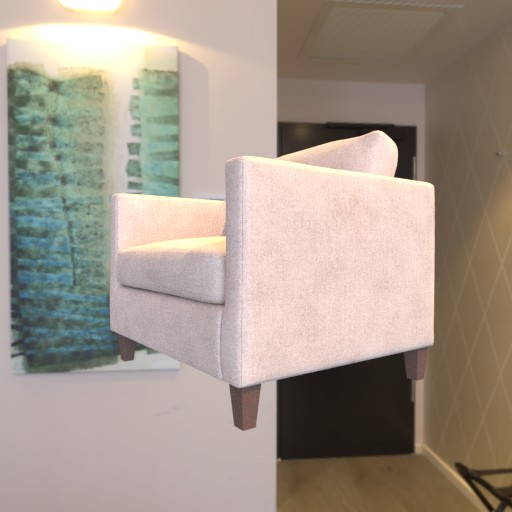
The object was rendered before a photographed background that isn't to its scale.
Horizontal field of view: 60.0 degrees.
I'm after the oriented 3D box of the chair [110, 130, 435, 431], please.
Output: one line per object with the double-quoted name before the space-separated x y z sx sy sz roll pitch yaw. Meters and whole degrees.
"chair" 0.000 0.000 1.899 0.959 0.961 1.133 -1 1 -36
